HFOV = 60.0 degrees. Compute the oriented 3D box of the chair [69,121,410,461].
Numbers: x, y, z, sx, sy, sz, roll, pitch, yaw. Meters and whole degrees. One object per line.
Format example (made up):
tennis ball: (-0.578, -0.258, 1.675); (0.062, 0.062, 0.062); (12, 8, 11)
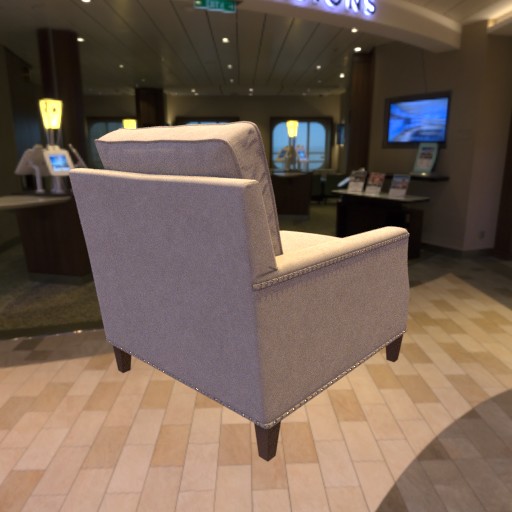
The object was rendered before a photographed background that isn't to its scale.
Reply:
chair: (0.000, 0.000, 1.701); (0.853, 0.943, 1.014); (12, 19, 41)
